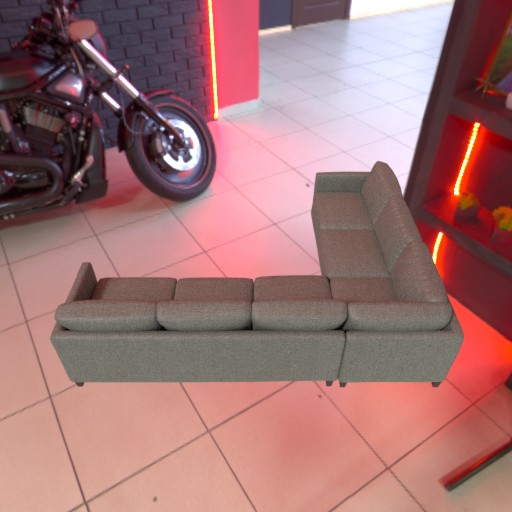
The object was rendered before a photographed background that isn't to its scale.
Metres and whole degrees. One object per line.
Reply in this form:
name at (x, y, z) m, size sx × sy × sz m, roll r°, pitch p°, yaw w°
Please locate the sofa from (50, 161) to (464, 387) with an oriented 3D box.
sofa at (0.000, 0.000, 4.567) m, size 3.302 × 0.947 × 2.593 m, roll 0°, pitch 41°, yaw 0°
